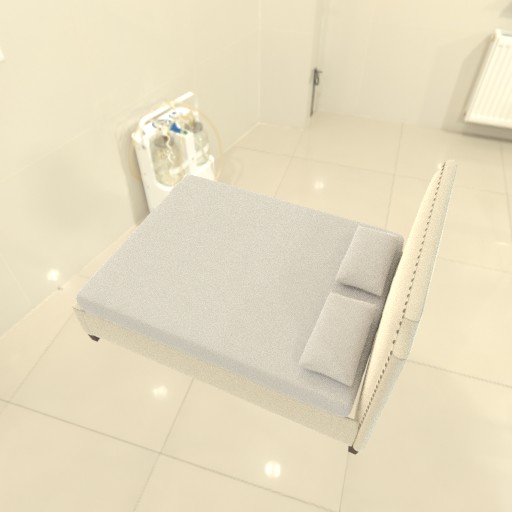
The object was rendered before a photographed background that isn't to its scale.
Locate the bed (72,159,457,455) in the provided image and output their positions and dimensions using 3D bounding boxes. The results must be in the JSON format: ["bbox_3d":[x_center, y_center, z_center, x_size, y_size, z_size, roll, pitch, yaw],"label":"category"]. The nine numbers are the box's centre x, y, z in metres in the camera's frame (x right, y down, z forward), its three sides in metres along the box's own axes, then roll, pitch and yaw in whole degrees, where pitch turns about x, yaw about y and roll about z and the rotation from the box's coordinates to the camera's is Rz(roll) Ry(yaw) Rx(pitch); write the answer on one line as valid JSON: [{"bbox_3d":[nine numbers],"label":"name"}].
[{"bbox_3d":[0.000,0.000,3.380,2.372,1.497,1.712,18,49,16],"label":"bed"}]
